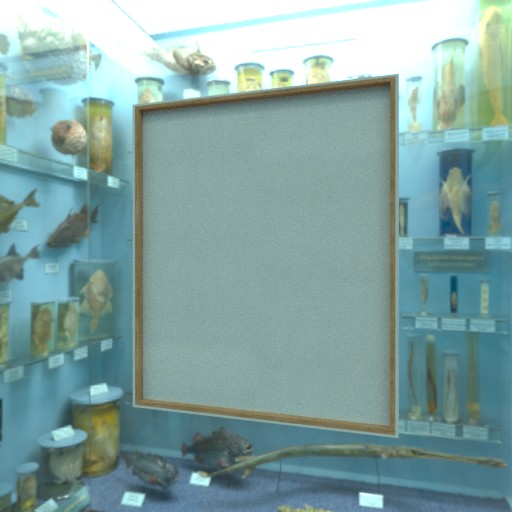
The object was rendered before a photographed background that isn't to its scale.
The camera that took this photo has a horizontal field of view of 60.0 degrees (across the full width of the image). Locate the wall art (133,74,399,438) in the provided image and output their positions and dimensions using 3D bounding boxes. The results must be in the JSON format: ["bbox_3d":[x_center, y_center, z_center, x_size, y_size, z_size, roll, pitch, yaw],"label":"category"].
[{"bbox_3d":[0.000,0.000,0.828,0.508,0.606,0.037,0,0,17],"label":"wall art"}]
